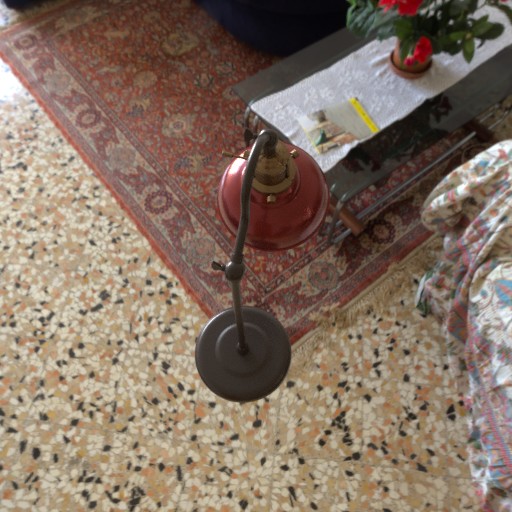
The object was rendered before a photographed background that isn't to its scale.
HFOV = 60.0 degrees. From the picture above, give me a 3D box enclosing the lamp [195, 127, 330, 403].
[{"bbox_3d":[0.000,0.000,0.693,0.192,0.508,0.374,14,64,7],"label":"lamp"}]
